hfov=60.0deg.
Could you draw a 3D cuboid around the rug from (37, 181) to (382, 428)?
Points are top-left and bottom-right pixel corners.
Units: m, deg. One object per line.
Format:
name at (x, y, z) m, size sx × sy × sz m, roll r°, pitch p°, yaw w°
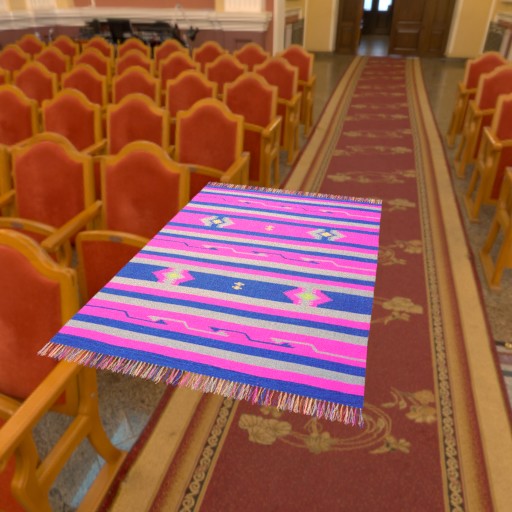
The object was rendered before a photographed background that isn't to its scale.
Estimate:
rug at (0.000, 0.000, 2.896) m, size 1.539 × 0.013 × 2.350 m, roll 8°, pitch 32°, yaw 13°
